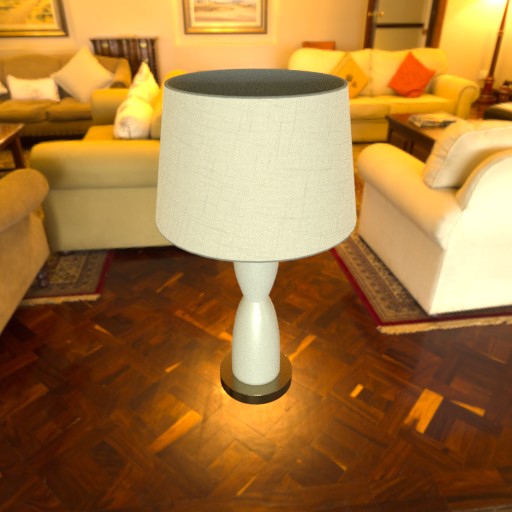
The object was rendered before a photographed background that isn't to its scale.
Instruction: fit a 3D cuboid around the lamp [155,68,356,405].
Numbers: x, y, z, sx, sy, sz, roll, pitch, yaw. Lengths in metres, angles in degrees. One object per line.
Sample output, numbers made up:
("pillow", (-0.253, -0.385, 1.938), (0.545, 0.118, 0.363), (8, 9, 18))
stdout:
("lamp", (0.000, 0.000, 0.732), (0.309, 0.545, 0.309), (0, 30, 0))
